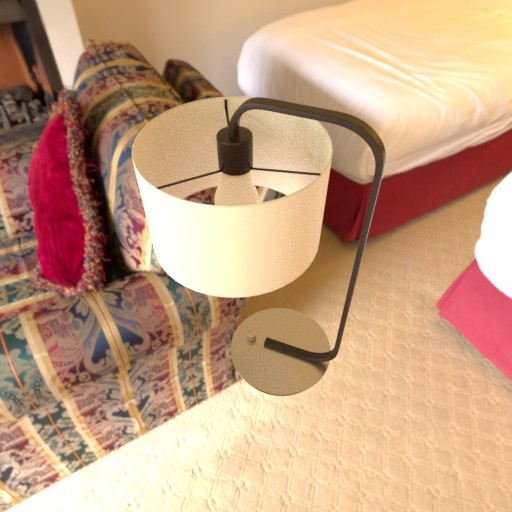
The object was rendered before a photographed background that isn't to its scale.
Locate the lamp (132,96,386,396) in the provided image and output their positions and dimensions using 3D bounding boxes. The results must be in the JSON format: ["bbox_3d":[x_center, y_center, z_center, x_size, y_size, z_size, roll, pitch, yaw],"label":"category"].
[{"bbox_3d":[0.000,0.000,0.634,0.288,0.473,0.230,16,48,15],"label":"lamp"}]
